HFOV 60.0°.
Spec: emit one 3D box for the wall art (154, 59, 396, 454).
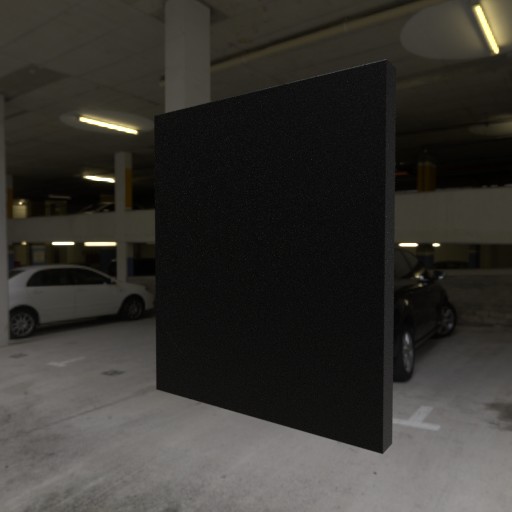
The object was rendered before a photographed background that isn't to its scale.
[{"bbox_3d":[0.000,0.000,0.533,0.325,0.380,0.028,1,2,36],"label":"wall art"}]
